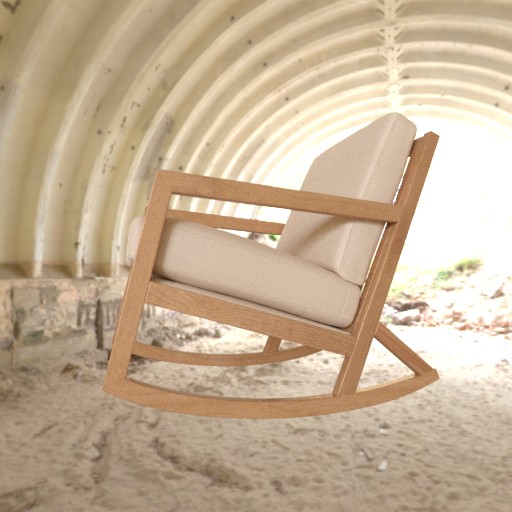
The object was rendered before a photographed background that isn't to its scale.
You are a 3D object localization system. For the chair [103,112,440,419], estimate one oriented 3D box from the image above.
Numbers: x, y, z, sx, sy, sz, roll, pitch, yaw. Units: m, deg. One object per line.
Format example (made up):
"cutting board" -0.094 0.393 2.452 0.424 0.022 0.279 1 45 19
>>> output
"chair" 0.000 0.000 1.364 0.857 0.790 0.622 1 -2 -16
